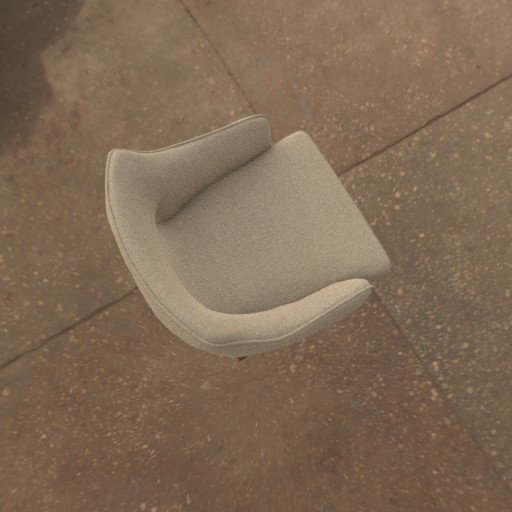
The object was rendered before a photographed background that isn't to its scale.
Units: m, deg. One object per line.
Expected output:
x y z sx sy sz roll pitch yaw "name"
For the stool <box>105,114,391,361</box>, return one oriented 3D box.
0.000 0.000 1.272 0.560 0.936 0.550 -28 76 -8 "stool"
